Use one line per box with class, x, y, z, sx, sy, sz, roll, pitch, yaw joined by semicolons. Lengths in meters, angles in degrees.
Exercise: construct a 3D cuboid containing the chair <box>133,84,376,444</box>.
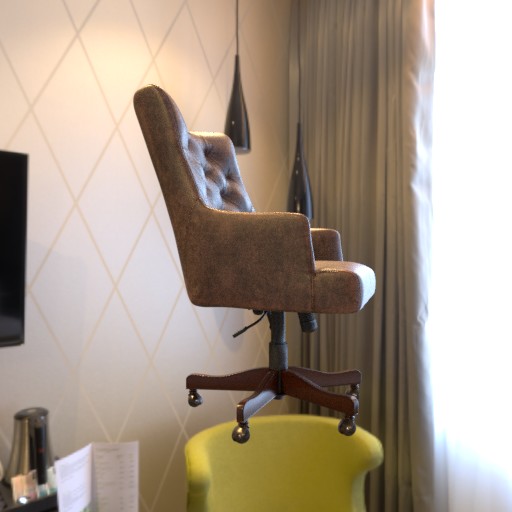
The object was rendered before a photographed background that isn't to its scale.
chair;0.000;0.000;1.516;0.762;1.035;0.641;0;-1;18
